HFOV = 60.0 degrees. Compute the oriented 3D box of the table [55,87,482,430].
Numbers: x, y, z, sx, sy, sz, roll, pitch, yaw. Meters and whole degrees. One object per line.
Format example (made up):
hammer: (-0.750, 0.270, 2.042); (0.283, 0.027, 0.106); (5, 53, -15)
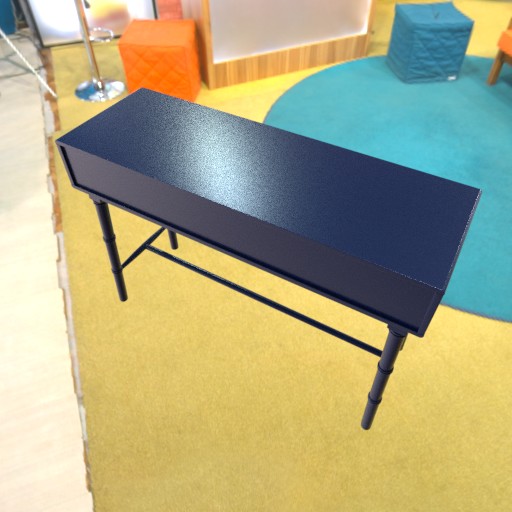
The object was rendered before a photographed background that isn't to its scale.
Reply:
table: (0.000, 0.000, 1.476); (1.118, 0.749, 0.399); (23, 51, 20)
